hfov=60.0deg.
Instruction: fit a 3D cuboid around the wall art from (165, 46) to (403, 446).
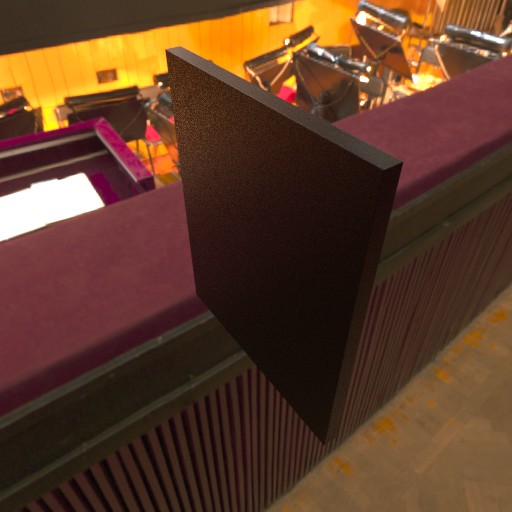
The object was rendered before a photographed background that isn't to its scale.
[{"bbox_3d":[0.000,0.000,0.749,0.028,0.557,0.457,-25,47,-26],"label":"wall art"}]
